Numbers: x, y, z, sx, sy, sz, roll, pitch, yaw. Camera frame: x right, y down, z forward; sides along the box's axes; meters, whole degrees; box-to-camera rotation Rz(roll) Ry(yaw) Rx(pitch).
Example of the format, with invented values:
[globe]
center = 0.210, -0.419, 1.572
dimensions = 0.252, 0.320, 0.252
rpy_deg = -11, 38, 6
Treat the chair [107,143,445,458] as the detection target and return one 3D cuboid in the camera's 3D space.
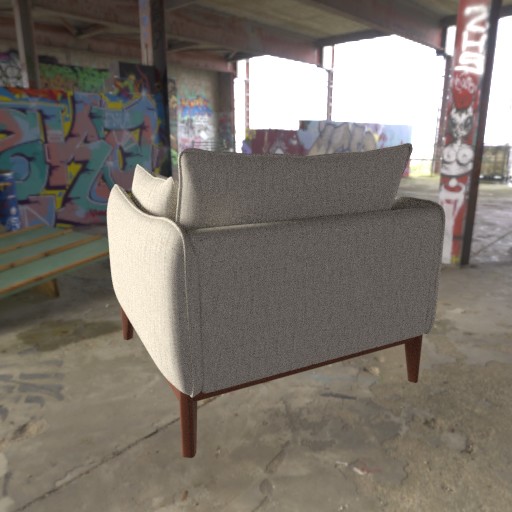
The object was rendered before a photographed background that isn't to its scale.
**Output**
[chair]
center = 0.000, 0.000, 1.720
dimensions = 0.994, 0.855, 0.991
rpy_deg = -8, 17, -26
